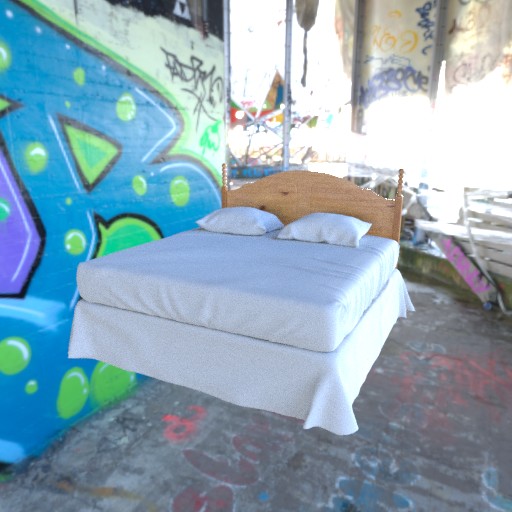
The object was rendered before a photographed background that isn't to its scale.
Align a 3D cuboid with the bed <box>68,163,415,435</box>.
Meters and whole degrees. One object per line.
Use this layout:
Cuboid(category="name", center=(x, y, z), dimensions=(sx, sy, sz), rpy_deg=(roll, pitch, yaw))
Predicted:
Cuboid(category="bed", center=(0.000, 0.000, 3.644), dimensions=(2.322, 1.355, 2.219), rpy_deg=(7, 16, 26))
